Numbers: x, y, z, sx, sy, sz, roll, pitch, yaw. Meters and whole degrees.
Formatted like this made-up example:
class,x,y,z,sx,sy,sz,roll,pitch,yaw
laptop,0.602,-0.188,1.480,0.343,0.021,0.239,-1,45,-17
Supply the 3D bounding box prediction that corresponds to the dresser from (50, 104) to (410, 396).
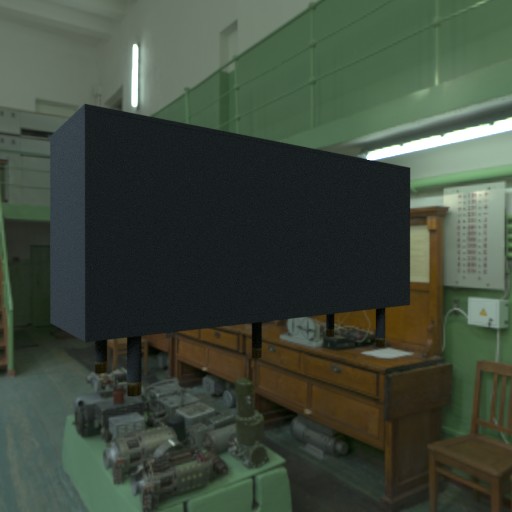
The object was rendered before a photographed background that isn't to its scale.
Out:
class,x,y,z,sx,sy,sz,roll,pitch,yaw
dresser,0.000,0.000,1.913,1.558,0.872,0.463,0,0,-37
